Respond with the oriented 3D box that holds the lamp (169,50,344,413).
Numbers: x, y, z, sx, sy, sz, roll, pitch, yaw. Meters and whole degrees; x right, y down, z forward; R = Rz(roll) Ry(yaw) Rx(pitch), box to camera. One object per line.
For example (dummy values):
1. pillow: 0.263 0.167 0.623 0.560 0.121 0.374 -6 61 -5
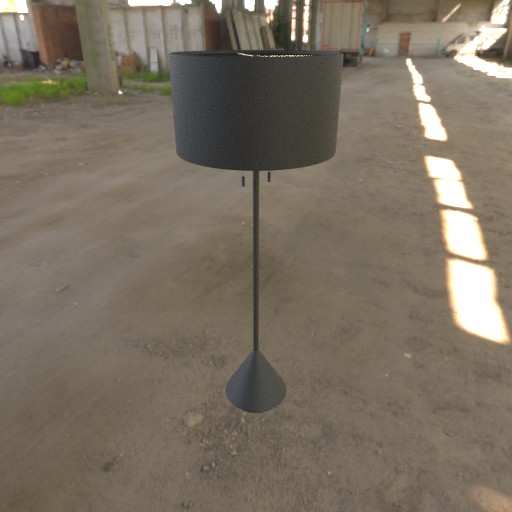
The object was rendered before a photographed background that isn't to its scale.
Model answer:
1. lamp: 0.000 0.000 1.828 0.580 1.526 0.580 -8 28 -15
